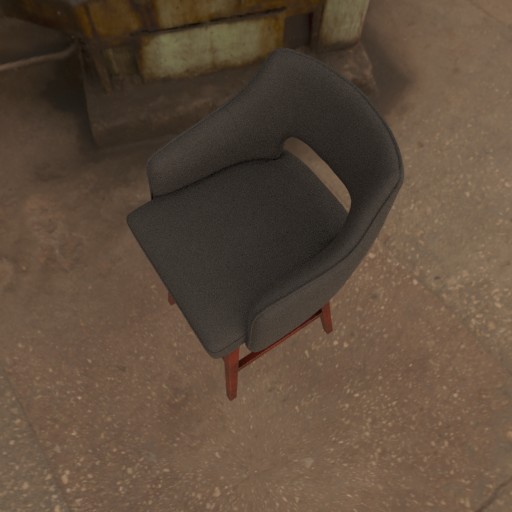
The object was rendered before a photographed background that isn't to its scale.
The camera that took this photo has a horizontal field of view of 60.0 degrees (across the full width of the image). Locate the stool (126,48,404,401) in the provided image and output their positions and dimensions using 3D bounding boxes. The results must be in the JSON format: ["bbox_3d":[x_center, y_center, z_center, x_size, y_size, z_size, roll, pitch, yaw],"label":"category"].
[{"bbox_3d":[0.000,0.000,1.327,0.558,1.012,0.548,-31,68,-14],"label":"stool"}]
